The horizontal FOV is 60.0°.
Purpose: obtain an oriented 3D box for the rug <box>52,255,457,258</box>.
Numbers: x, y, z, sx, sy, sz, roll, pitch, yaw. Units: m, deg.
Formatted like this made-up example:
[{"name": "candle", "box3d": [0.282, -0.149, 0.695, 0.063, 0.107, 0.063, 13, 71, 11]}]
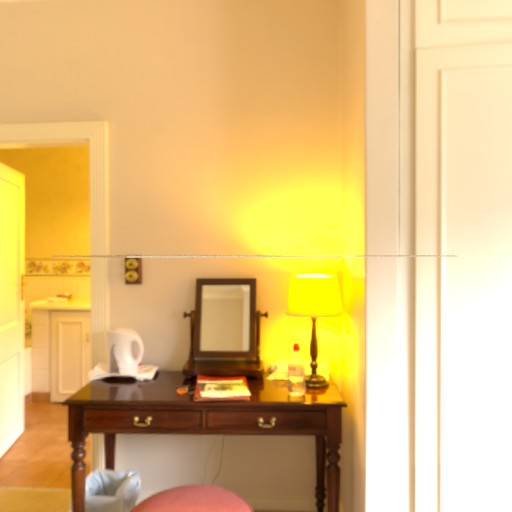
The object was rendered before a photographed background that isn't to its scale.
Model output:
[{"name": "rug", "box3d": [0.000, 0.000, 2.966, 2.284, 0.008, 1.522, 0, 0, -35]}]
